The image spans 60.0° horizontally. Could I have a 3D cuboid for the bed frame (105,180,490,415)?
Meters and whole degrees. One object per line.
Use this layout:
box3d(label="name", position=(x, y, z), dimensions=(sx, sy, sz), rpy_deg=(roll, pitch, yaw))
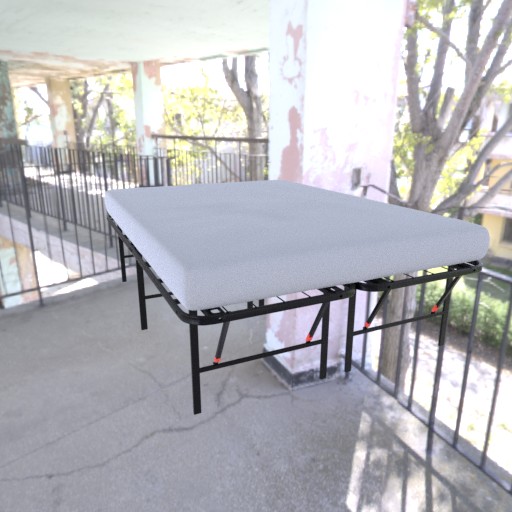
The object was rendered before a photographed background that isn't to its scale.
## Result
box3d(label="bed frame", position=(0.000, 0.000, 2.497), dimensions=(1.372, 0.637, 1.905), rpy_deg=(-8, 18, -24))
